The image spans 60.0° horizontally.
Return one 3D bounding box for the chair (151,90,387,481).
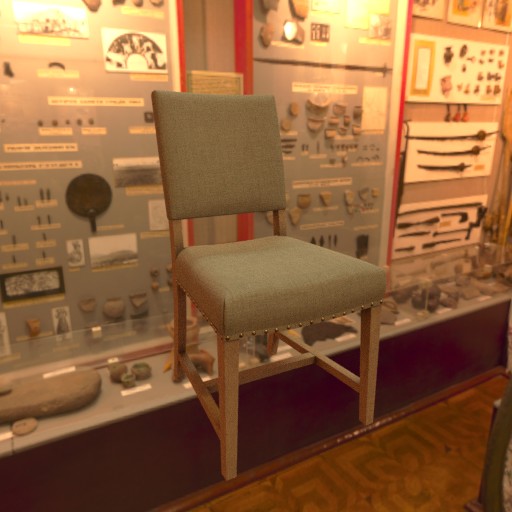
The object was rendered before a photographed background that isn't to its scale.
[{"bbox_3d":[0.000,0.000,1.371,0.508,0.986,0.622,-8,18,-27],"label":"chair"}]
